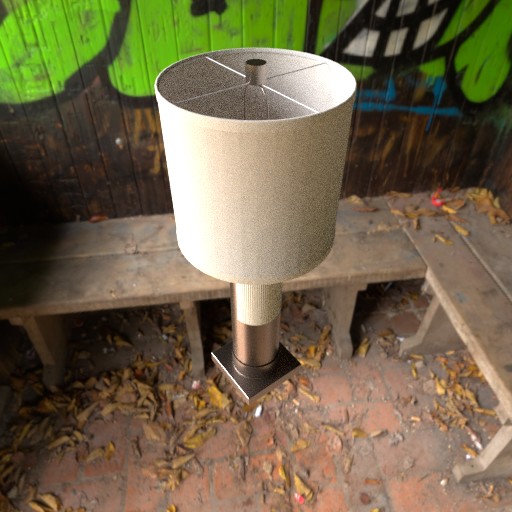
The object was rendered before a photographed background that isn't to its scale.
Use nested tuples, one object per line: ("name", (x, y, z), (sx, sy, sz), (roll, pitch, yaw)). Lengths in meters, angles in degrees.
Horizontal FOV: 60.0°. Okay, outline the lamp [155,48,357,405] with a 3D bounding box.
("lamp", (0.000, 0.000, 0.606), (0.202, 0.509, 0.202), (-26, 48, -27))
